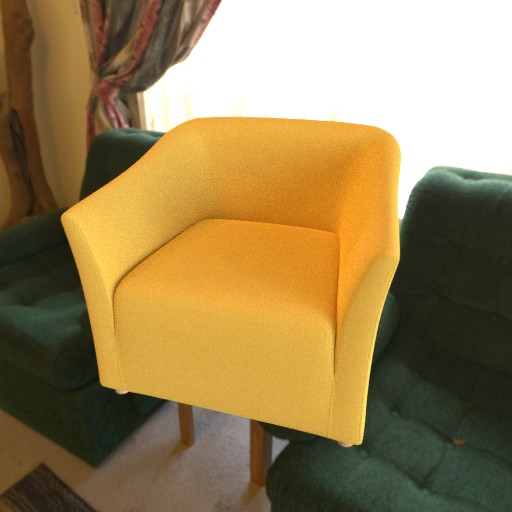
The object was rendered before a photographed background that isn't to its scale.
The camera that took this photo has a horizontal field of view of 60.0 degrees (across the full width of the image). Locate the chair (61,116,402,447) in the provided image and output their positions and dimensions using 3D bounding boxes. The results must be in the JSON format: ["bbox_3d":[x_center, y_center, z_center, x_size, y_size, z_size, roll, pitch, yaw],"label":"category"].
[{"bbox_3d":[0.000,0.000,1.349,0.790,0.720,0.700,7,27,15],"label":"chair"}]
